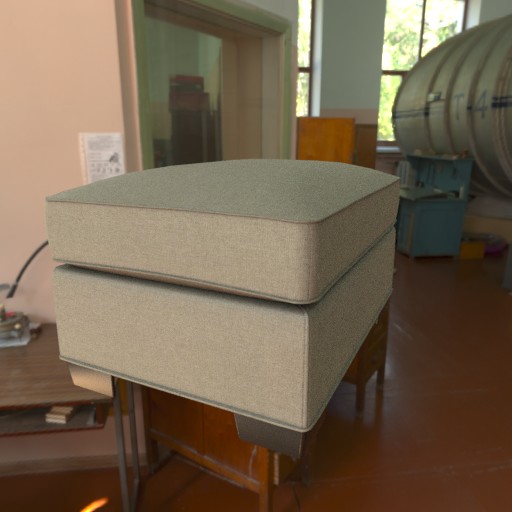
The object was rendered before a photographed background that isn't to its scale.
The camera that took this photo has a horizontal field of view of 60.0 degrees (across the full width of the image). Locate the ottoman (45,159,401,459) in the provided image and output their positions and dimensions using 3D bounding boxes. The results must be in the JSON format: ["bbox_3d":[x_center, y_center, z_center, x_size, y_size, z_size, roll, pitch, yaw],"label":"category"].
[{"bbox_3d":[0.000,0.000,1.208,0.619,0.504,0.843,7,17,25],"label":"ottoman"}]
